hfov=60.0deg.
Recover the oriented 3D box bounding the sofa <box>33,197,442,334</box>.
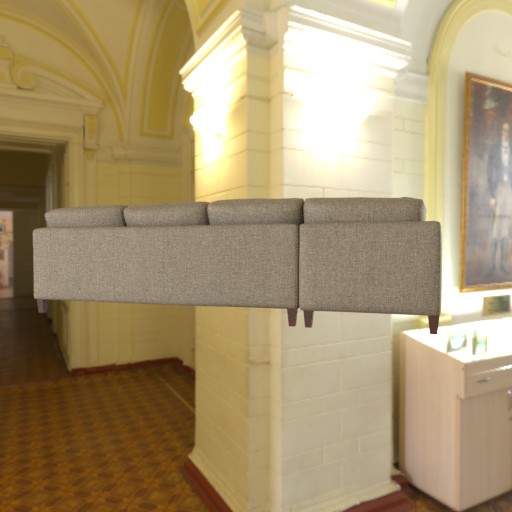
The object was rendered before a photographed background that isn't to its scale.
[{"bbox_3d":[0.000,0.000,4.527,3.302,0.947,2.593,0,1,17],"label":"sofa"}]
